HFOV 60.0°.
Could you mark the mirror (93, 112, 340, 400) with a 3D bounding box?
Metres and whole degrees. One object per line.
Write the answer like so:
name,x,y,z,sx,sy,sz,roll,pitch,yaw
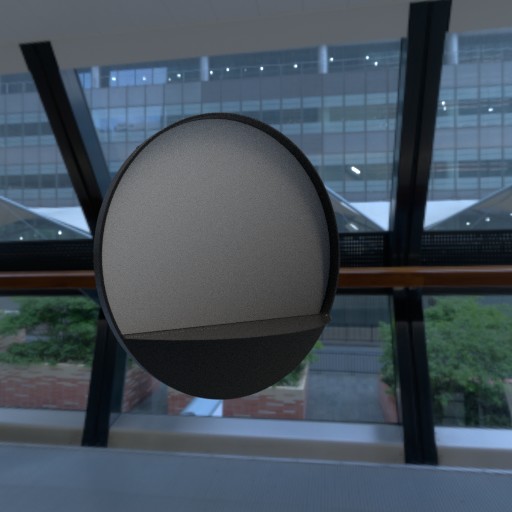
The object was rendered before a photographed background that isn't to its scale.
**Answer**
mirror,0.000,0.000,0.688,0.457,0.457,0.133,0,0,-36
